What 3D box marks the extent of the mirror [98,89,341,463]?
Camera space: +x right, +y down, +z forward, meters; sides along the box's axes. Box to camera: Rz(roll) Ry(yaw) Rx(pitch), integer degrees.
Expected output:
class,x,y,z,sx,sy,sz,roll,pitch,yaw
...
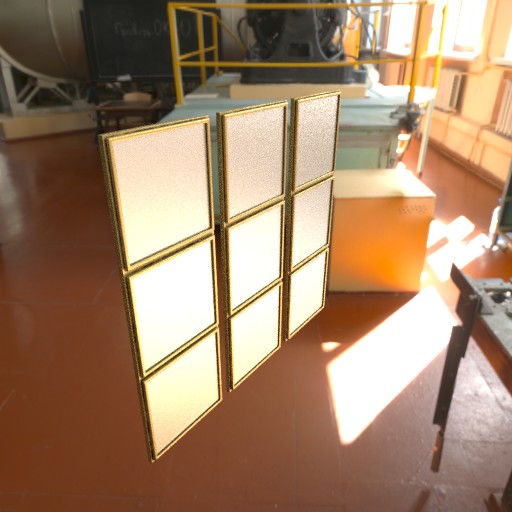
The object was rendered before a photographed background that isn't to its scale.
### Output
class,x,y,z,sx,sy,sz,roll,pitch,yaw
mirror,0.000,0.000,1.430,0.023,0.926,1.011,18,32,32
